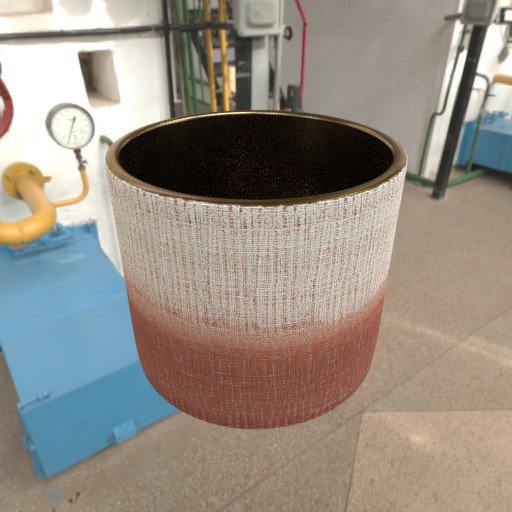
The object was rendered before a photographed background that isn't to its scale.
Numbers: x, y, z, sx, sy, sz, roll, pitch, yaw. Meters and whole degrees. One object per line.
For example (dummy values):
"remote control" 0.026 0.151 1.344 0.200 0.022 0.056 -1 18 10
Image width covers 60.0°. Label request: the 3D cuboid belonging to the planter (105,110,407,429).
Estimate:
"planter" 0.000 0.000 0.306 0.178 0.157 0.178 0 31 0
